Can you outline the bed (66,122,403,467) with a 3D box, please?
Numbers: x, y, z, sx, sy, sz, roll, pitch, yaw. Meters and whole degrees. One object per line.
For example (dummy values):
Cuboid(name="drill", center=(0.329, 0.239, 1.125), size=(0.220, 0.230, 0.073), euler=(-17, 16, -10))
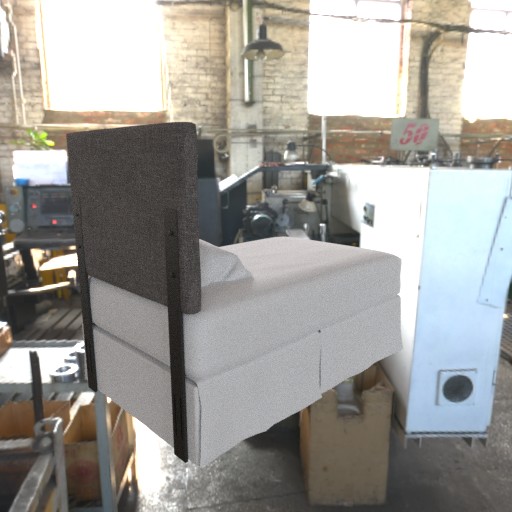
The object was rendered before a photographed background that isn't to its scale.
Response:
Cuboid(name="bed", center=(0.000, 0.000, 2.988), size=(1.261, 1.571, 1.997), euler=(12, 17, 44))
